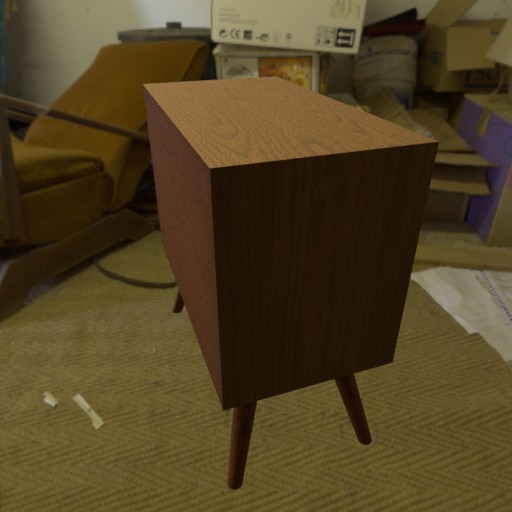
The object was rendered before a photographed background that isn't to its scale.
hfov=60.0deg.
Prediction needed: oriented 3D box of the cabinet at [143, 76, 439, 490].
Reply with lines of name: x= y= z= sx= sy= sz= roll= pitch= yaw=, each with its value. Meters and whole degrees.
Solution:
cabinet: x=0.000 y=0.000 z=1.141 sx=0.388 sy=0.748 sz=0.712 roll=-10 pitch=32 yaw=-17
